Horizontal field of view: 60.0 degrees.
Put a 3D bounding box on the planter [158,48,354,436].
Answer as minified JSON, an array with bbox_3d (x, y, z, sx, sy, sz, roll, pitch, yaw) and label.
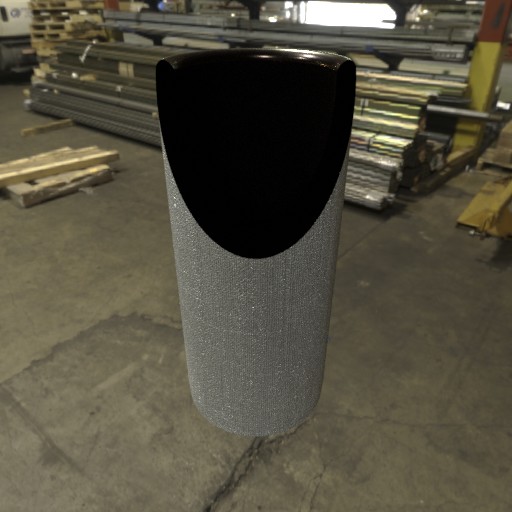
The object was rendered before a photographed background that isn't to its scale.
[{"bbox_3d":[0.000,0.000,0.126,0.045,0.103,0.045,23,39,32],"label":"planter"}]
